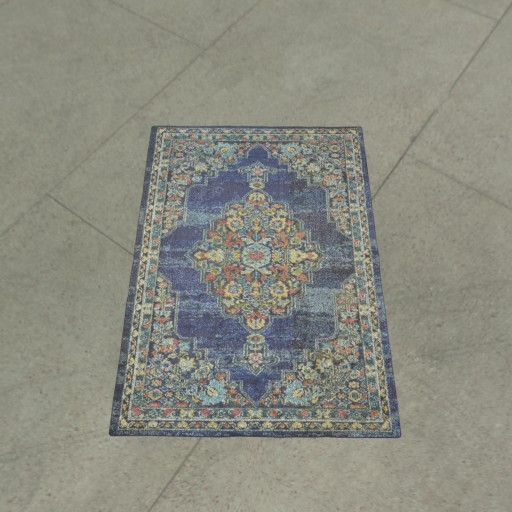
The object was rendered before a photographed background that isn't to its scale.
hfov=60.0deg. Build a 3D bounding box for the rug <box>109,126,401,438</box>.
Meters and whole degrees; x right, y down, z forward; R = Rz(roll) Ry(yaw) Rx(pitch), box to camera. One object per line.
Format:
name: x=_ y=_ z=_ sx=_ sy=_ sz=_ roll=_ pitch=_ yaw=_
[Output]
rug: x=0.000 y=0.000 z=2.936 sx=1.630 sy=0.009 sz=2.232 roll=0 pitch=64 yaw=0
